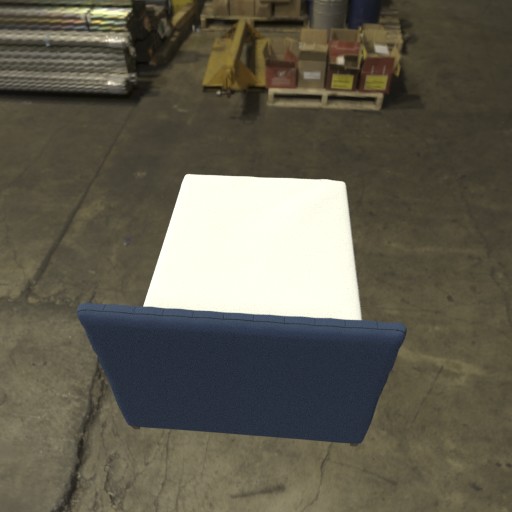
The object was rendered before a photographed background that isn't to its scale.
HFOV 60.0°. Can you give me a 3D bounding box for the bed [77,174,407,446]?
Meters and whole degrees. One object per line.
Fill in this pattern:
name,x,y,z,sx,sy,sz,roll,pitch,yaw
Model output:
bed,0.000,0.000,3.543,1.706,1.427,2.387,3,46,3
